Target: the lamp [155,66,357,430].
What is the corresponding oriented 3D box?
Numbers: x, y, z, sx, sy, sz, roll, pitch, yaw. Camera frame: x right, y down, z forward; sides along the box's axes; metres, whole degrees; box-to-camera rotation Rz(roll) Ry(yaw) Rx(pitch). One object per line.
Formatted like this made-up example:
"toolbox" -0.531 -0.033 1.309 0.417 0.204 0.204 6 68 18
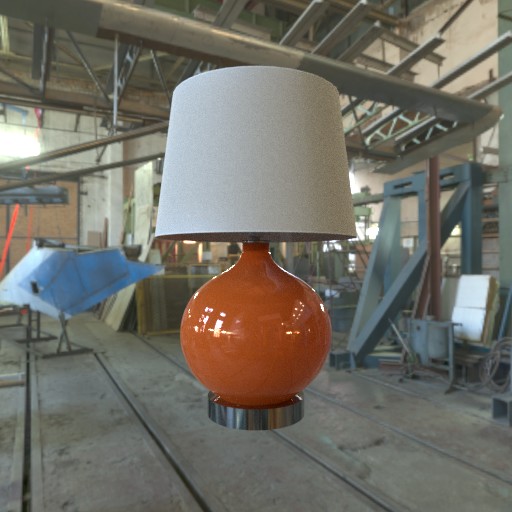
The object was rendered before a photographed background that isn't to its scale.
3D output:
"lamp" 0.000 0.000 0.552 0.247 0.387 0.247 0 -1 0
